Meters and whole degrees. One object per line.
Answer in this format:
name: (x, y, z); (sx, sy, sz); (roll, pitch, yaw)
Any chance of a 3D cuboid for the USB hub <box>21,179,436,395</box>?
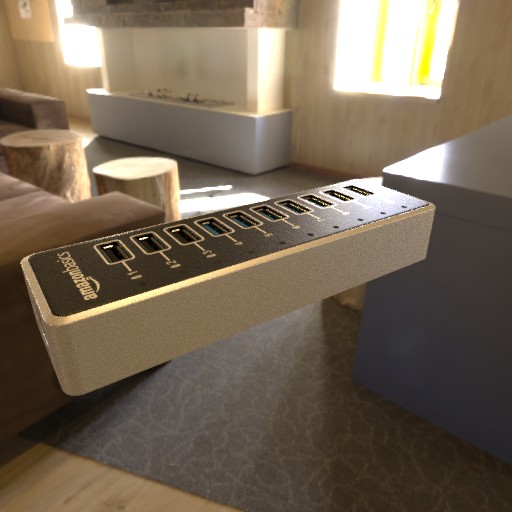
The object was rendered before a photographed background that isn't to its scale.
USB hub: (0.000, 0.000, 0.159); (0.145, 0.023, 0.044); (-17, 32, -30)
